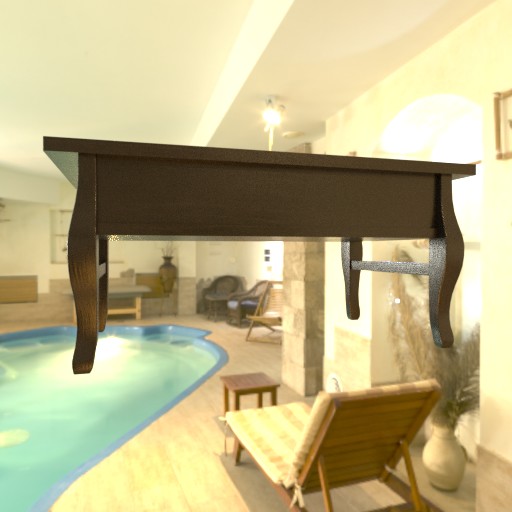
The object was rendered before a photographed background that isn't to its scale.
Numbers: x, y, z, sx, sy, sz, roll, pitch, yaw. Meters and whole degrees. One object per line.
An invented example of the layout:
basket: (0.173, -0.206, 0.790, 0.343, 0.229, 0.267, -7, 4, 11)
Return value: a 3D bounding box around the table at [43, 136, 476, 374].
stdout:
table: (0.000, 0.000, 1.324, 1.062, 0.494, 0.600, 0, 1, -16)
